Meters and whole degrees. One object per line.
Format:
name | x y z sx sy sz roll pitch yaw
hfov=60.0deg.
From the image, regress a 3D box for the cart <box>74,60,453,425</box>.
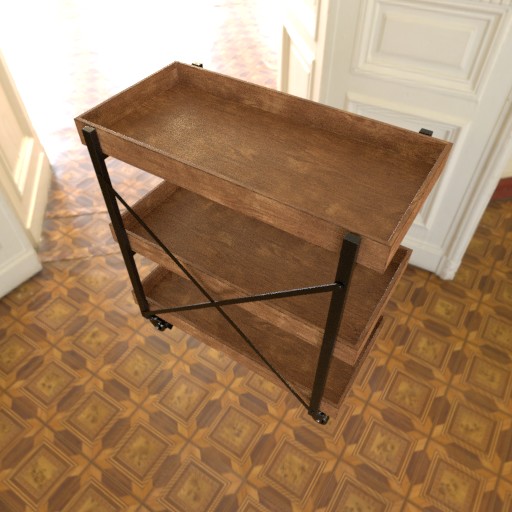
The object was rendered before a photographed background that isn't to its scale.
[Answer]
cart | 0.000 0.000 1.255 0.750 0.800 0.411 25 52 21
